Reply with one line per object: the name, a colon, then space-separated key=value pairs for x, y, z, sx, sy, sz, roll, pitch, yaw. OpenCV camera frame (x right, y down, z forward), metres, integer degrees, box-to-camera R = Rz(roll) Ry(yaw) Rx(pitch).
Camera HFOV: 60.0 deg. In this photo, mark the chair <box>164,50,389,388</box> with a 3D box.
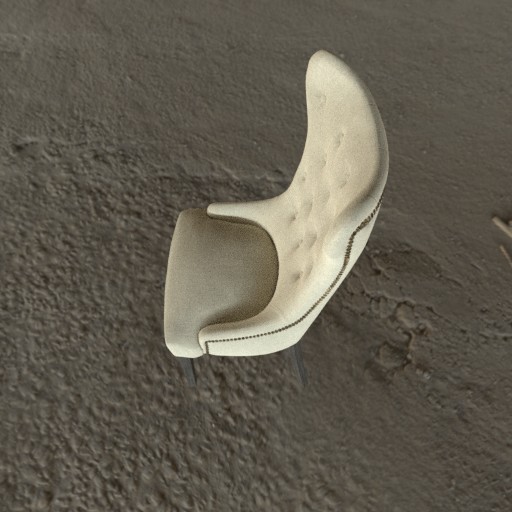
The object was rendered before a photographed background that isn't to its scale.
chair: x=0.000 y=0.000 z=1.402 sx=0.590 sy=1.065 sz=0.584 roll=0 pitch=57 yaw=0
